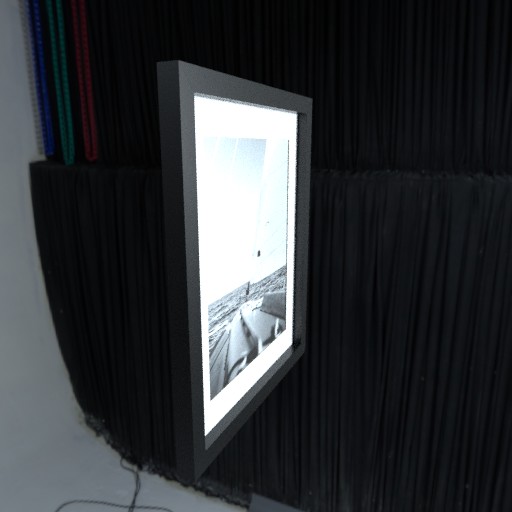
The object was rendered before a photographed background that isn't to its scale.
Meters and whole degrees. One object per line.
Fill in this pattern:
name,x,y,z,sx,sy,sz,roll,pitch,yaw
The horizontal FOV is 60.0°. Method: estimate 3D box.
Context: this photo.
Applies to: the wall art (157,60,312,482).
wall art,0.000,0.000,0.772,0.031,0.558,0.461,7,15,25
